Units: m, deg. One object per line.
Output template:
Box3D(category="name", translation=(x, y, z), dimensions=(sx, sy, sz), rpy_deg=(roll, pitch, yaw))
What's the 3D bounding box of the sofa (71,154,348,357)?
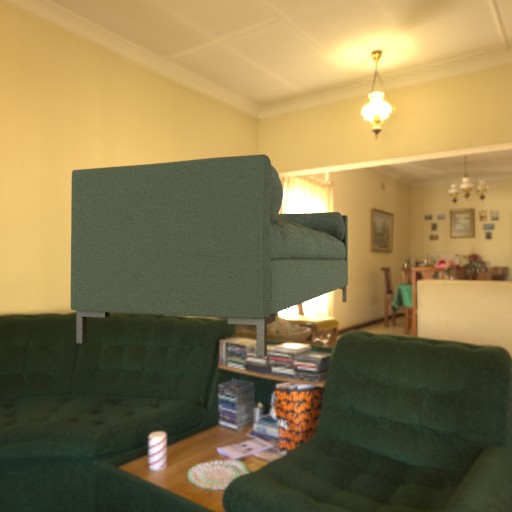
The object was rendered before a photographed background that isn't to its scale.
Box3D(category="sofa", translation=(0.000, 0.000, 2.530), dimensions=(0.817, 0.681, 2.130), rpy_deg=(0, -1, 19))
